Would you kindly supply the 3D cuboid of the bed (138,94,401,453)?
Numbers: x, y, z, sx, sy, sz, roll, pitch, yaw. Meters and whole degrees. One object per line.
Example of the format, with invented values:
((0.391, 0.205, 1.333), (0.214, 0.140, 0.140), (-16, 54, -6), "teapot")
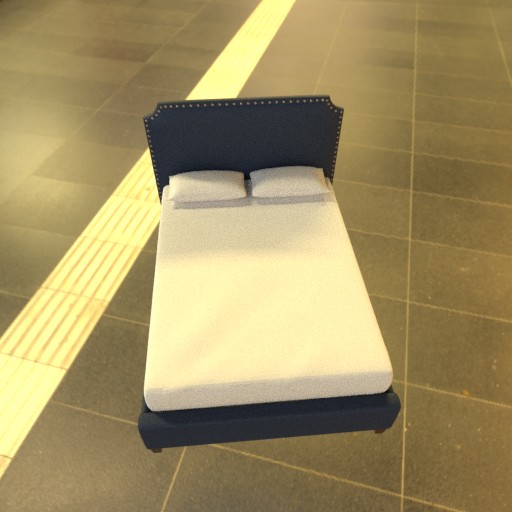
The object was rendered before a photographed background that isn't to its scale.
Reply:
((0.000, 0.000, 3.415), (1.712, 1.443, 2.372), (-4, 46, -3), "bed")
